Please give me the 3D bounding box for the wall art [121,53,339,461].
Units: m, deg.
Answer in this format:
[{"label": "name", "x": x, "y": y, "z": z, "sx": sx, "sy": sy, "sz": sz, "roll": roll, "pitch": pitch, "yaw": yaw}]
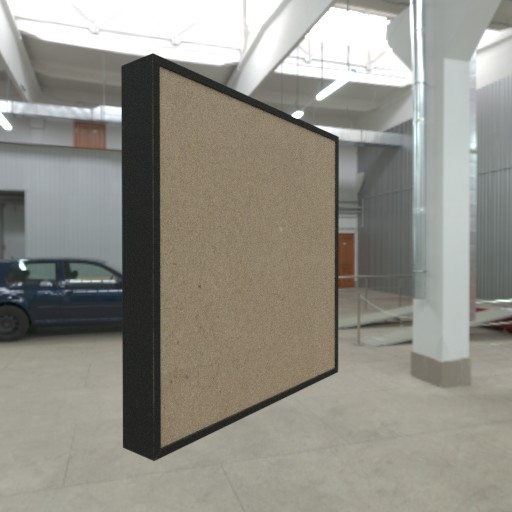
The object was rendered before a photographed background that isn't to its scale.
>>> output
[{"label": "wall art", "x": 0.000, "y": 0.000, "z": 0.464, "sx": 0.038, "sy": 0.305, "sz": 0.305, "roll": 1, "pitch": 1, "yaw": 37}]
